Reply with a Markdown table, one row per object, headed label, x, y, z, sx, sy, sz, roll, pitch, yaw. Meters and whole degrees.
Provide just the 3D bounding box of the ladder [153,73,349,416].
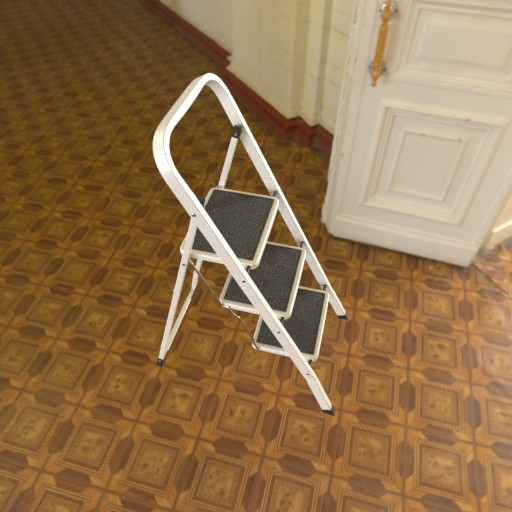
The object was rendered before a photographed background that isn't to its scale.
| label | x | y | z | sx | sy | sz | roll | pitch | yaw |
| --- | --- | --- | --- | --- | --- | --- | --- | --- | --- |
| ladder | 0.000 | 0.000 | 1.442 | 0.711 | 1.050 | 0.460 | 11 | 48 | 10 |
